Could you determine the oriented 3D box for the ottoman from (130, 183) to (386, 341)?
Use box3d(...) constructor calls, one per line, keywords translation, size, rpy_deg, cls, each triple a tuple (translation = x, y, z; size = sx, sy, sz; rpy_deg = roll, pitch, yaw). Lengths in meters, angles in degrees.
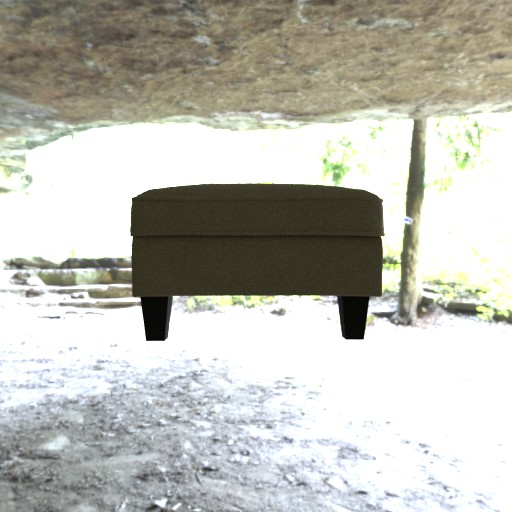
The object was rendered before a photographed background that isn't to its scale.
box3d(translation=(0.000, 0.000, 2.035), size=(0.735, 0.460, 1.726), rpy_deg=(0, 0, -1), cls="ottoman")
